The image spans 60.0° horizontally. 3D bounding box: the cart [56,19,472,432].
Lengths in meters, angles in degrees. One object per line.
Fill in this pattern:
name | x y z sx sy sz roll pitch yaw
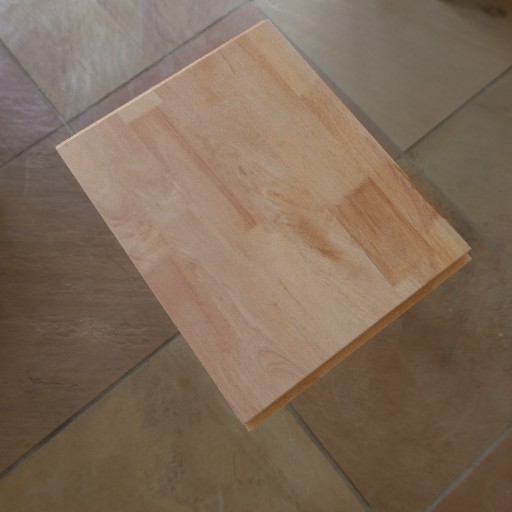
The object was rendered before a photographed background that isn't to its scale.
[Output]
cart | 0.000 0.000 1.213 0.508 0.838 0.640 -35 78 -9
